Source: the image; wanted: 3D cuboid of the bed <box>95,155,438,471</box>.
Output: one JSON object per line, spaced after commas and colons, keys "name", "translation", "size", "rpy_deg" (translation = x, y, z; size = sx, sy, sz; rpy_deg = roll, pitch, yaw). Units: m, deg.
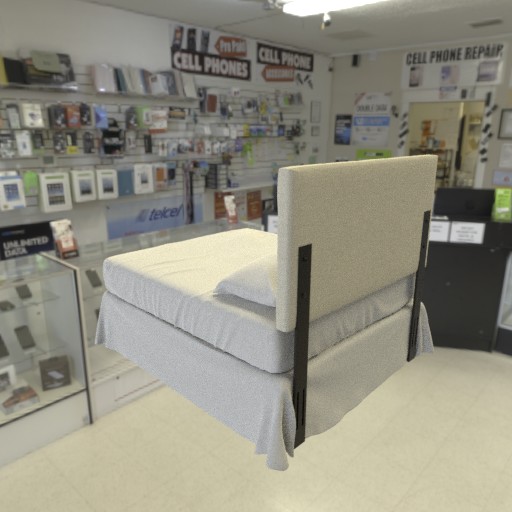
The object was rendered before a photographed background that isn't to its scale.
{"name": "bed", "translation": [0.000, 0.000, 3.492], "size": [2.222, 1.577, 1.936], "rpy_deg": [15, 22, 43]}
